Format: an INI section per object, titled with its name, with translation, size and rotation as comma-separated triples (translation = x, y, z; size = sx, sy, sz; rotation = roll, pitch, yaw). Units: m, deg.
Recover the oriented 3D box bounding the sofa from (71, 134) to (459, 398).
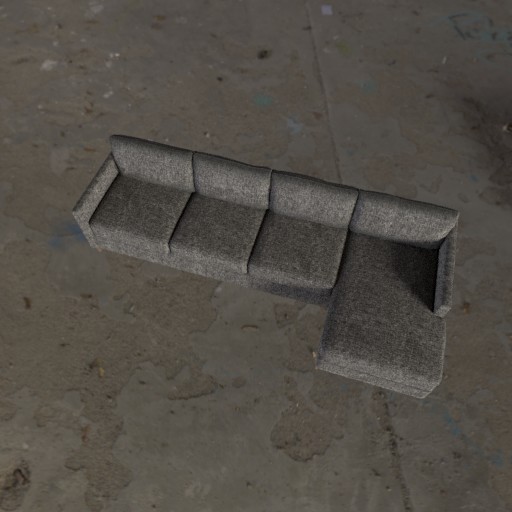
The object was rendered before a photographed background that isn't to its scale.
[sofa]
translation = 0.000, 0.000, 4.020
size = 3.384, 0.970, 1.488
rotation = 14, 59, 9
